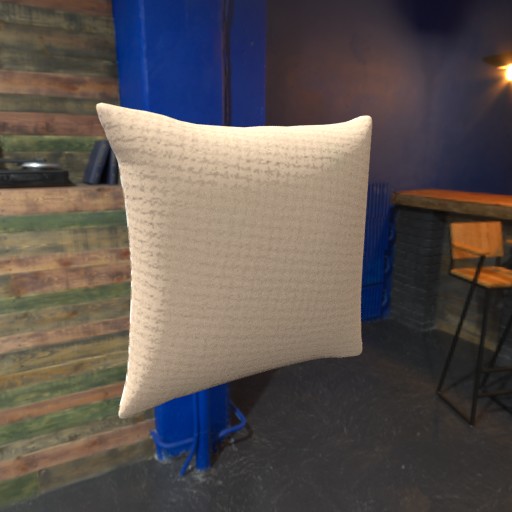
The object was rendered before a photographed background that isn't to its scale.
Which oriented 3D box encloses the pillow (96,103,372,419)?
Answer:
[{"bbox_3d":[0.000,0.000,0.649,0.419,0.407,0.173,-7,15,-27],"label":"pillow"}]
